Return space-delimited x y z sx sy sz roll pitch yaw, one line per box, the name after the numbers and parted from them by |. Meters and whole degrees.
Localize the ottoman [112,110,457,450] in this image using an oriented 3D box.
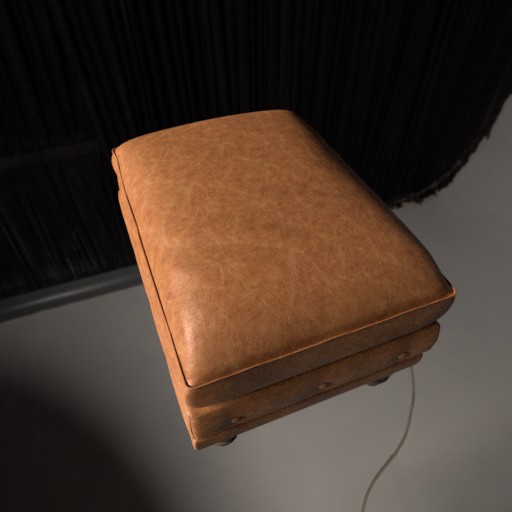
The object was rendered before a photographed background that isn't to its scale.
0.000 0.000 1.054 0.533 0.480 0.710 -16 48 -15 | ottoman
